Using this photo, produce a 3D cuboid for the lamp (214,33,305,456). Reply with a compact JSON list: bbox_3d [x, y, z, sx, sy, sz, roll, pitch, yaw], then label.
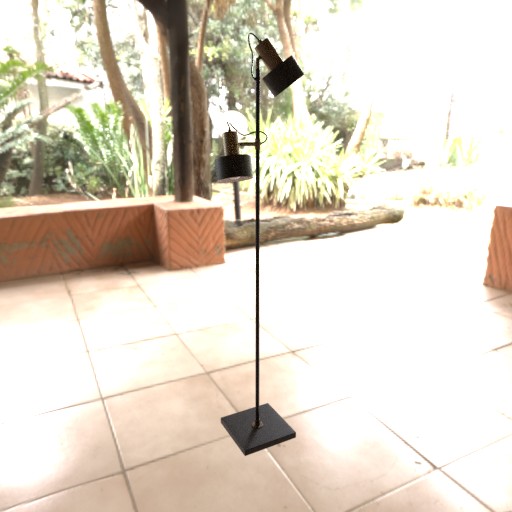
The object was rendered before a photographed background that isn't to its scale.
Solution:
[{"bbox_3d":[0.000,0.000,1.645,0.315,1.505,0.233,-8,17,-27],"label":"lamp"}]
